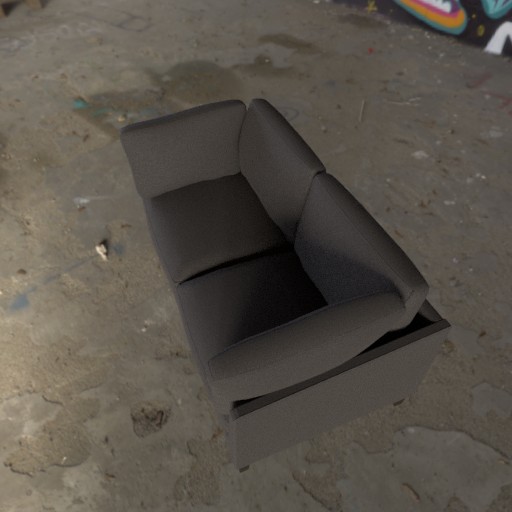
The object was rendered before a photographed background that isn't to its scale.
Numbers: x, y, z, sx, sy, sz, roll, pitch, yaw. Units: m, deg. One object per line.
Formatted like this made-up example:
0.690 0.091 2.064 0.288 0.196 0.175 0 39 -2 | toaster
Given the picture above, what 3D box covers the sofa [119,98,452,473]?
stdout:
0.000 0.000 2.310 0.969 0.920 1.751 -17 49 -15 | sofa
